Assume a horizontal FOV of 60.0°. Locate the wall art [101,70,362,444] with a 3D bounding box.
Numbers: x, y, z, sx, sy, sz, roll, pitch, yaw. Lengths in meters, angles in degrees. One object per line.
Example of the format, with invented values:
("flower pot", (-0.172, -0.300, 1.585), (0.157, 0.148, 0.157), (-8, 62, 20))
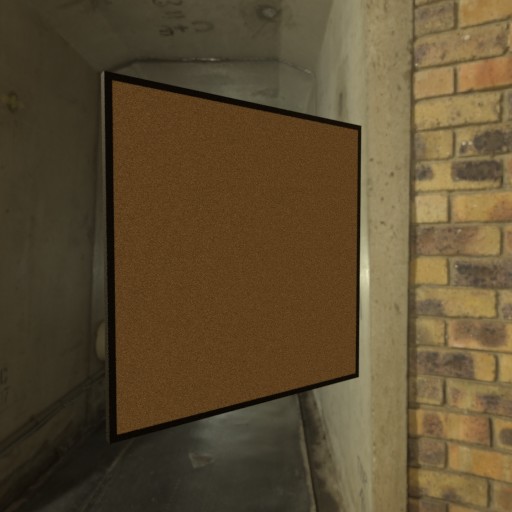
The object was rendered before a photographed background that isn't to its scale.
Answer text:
("wall art", (0.000, 0.000, 0.680), (0.457, 0.458, 0.012), (-2, 3, -35))
